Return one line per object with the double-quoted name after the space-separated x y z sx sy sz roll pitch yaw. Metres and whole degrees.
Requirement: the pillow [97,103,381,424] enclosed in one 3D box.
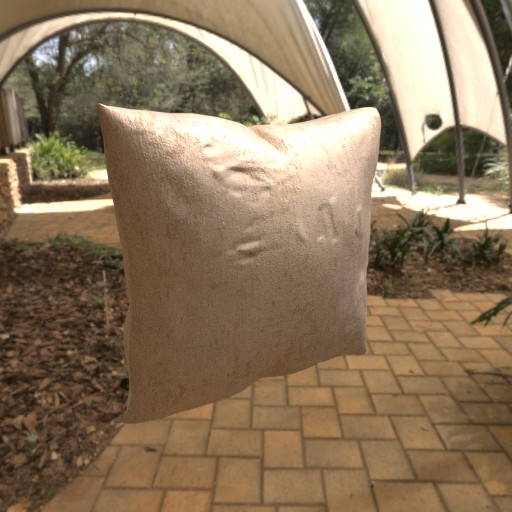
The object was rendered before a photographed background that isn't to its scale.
0.000 0.000 0.694 0.450 0.448 0.245 -8 18 -26 "pillow"
